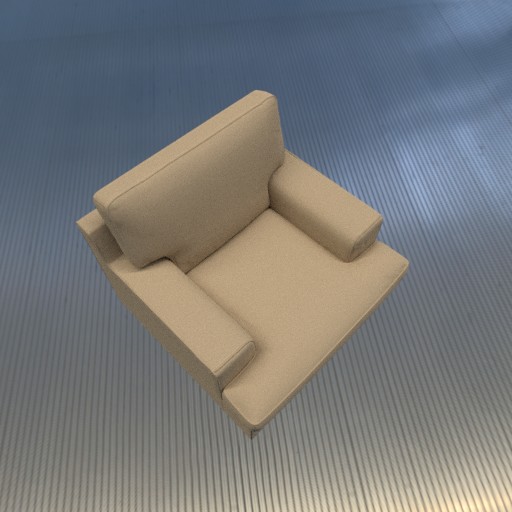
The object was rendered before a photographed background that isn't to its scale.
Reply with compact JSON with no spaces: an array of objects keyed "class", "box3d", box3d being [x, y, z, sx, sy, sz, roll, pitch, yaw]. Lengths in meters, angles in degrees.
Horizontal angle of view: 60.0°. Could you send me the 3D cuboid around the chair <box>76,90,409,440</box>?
[{"class":"chair","box3d":[0.000,0.000,2.209,1.274,1.005,1.293,32,63,19]}]
